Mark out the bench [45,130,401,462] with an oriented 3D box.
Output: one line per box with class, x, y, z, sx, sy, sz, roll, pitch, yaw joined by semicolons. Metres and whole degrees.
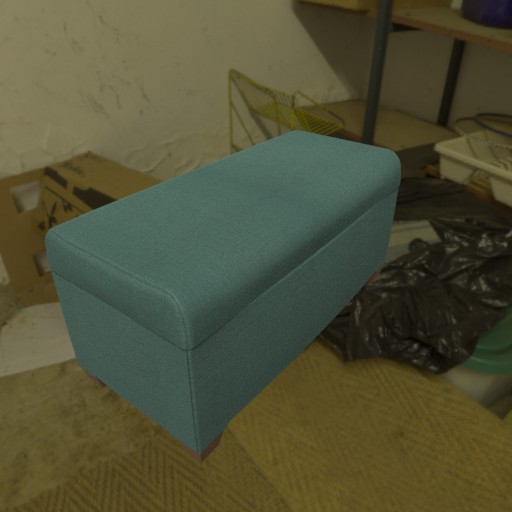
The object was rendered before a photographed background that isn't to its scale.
bench;0.000;0.000;1.278;0.476;0.474;0.995;21;37;31
